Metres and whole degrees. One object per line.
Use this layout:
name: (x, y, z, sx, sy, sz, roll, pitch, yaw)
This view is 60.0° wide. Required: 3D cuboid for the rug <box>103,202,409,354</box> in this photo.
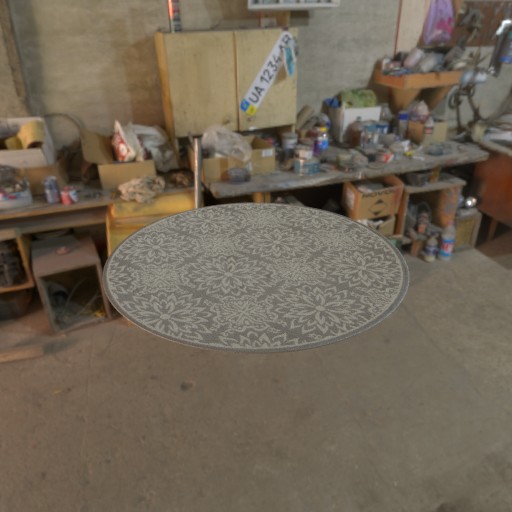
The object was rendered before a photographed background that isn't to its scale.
rug: (0.000, 0.000, 2.406, 1.593, 0.012, 1.593, 0, 28, 0)
